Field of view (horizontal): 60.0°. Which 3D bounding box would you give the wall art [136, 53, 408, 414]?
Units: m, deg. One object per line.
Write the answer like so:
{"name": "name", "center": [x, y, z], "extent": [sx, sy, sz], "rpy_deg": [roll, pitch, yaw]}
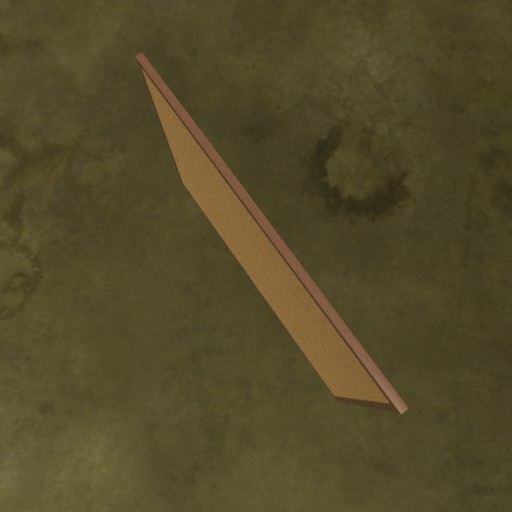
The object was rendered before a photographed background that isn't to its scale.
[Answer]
{"name": "wall art", "center": [0.000, 0.000, 0.854], "extent": [0.014, 0.455, 0.660], "rpy_deg": [-34, 77, -9]}
